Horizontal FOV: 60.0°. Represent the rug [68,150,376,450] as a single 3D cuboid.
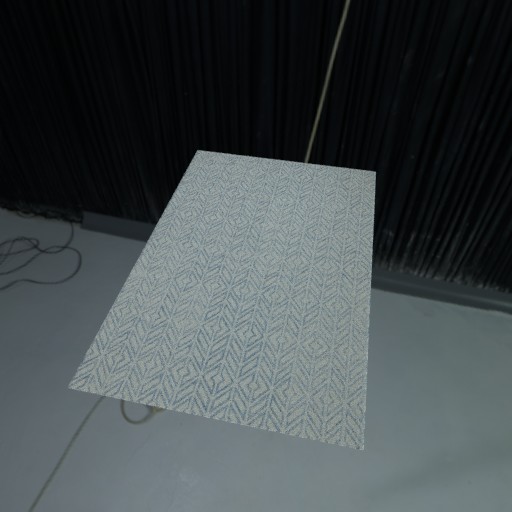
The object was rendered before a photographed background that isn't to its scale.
[{"bbox_3d":[0.000,0.000,2.385,1.220,0.008,1.824,9,47,8],"label":"rug"}]
